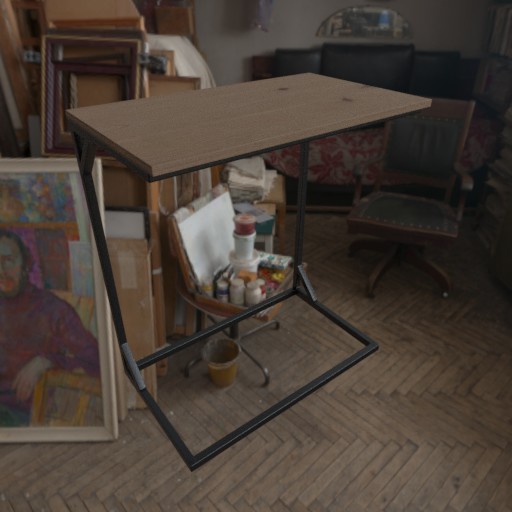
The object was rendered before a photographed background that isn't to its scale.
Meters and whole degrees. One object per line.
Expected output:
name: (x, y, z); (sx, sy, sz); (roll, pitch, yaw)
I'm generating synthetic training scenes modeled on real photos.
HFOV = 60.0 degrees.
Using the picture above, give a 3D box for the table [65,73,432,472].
table: (0.000, 0.000, 1.011); (0.597, 0.673, 0.351); (-22, 39, -31)
